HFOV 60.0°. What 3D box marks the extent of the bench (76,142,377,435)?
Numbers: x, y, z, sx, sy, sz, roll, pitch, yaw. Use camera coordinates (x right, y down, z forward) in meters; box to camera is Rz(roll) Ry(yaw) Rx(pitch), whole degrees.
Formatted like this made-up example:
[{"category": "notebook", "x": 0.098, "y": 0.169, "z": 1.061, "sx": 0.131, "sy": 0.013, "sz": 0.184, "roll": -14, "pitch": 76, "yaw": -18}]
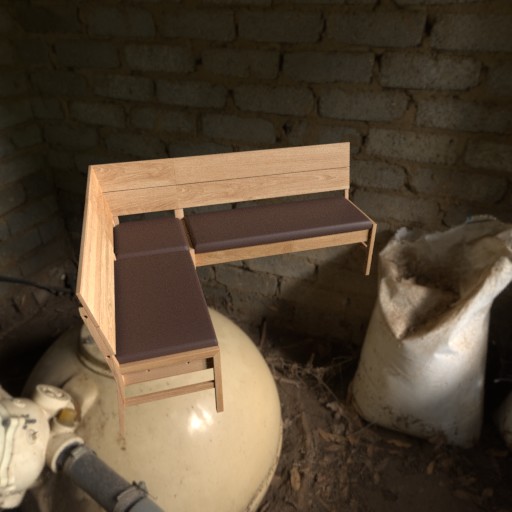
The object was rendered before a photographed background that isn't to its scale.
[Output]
[{"category": "bench", "x": 0.000, "y": 0.000, "z": 2.865, "sx": 1.975, "sy": 0.890, "sz": 1.549, "roll": -9, "pitch": 32, "yaw": -14}]
